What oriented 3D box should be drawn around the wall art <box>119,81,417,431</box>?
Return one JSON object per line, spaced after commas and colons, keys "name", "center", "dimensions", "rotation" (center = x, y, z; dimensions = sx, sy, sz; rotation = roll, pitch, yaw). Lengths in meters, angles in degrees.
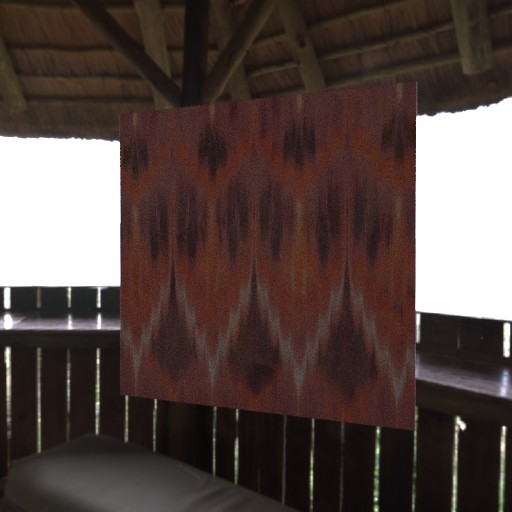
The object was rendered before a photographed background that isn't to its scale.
{"name": "wall art", "center": [0.000, 0.000, 0.594], "dimensions": [0.403, 0.406, 0.038], "rotation": [0, 1, 18]}
